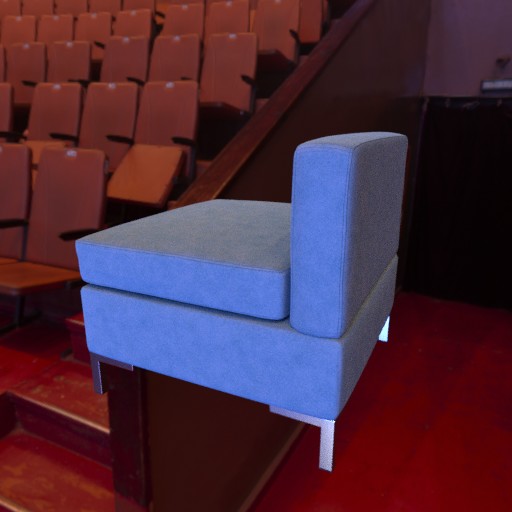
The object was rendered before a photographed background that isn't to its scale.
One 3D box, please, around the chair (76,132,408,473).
[{"bbox_3d":[0.000,0.000,1.226,0.685,0.660,0.684,8,18,25],"label":"chair"}]
